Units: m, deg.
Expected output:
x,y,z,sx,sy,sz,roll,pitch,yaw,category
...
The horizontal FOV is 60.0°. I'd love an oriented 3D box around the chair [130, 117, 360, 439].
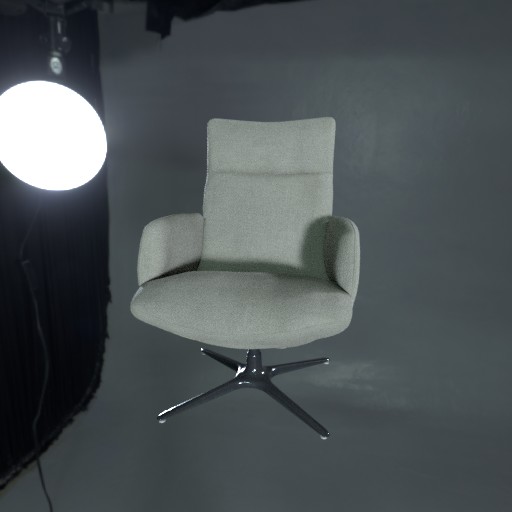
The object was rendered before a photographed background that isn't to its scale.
x,y,z,sx,sy,sz,roll,pitch,yaw,category
0.000,0.000,1.614,0.711,1.016,0.889,2,13,9,chair
